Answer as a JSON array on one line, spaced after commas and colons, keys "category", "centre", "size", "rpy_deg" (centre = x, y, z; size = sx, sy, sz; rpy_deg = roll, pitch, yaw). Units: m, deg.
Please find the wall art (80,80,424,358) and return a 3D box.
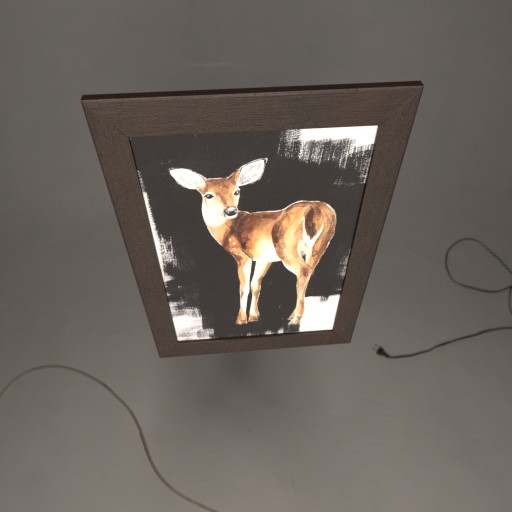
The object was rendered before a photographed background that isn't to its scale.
[{"category": "wall art", "centre": [0.000, 0.000, 0.650], "size": [0.359, 0.508, 0.013], "rpy_deg": [-4, 47, -3]}]
